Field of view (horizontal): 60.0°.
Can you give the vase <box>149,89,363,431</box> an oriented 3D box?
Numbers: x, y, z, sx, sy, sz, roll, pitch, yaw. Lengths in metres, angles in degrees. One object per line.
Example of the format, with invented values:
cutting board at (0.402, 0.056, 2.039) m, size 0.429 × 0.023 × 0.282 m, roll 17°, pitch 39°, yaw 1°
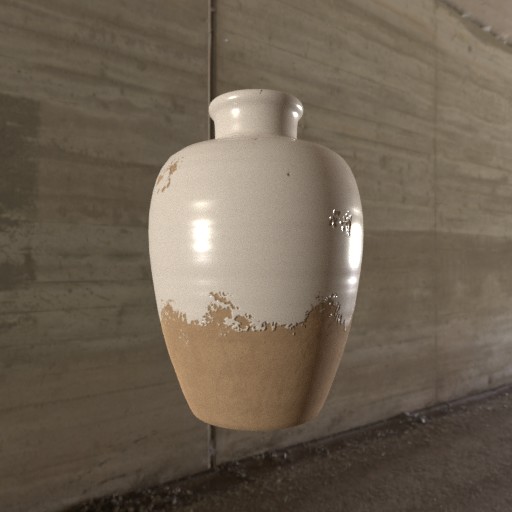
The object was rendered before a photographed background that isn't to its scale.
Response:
vase at (0.000, 0.000, 0.335) m, size 0.158 × 0.228 × 0.158 m, roll 0°, pitch -1°, yaw 0°
